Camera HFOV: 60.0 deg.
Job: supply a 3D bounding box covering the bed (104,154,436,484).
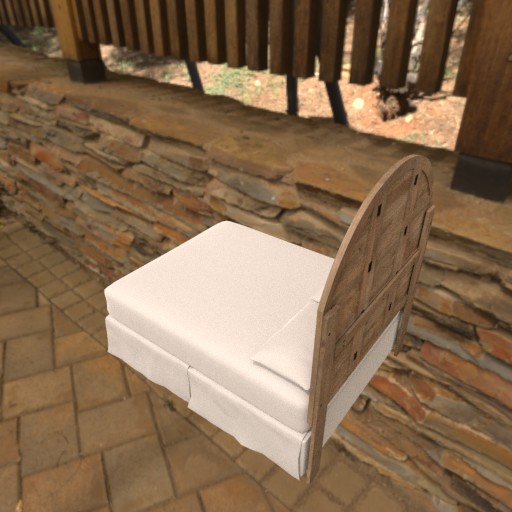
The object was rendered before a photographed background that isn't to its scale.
[{"bbox_3d":[0.000,0.000,3.495,2.112,2.002,1.713,22,38,31],"label":"bed"}]
